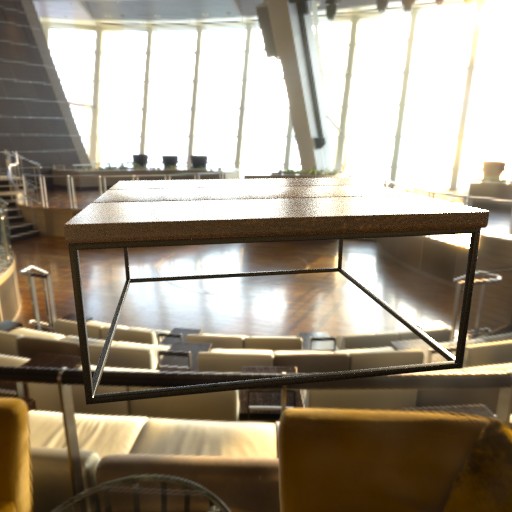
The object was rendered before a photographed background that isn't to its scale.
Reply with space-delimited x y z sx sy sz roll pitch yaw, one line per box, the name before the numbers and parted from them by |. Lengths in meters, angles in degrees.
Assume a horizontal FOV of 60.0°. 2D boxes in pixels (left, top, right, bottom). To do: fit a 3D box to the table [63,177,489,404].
table | 0.000 0.000 1.393 0.900 0.400 0.900 -3 15 -10
